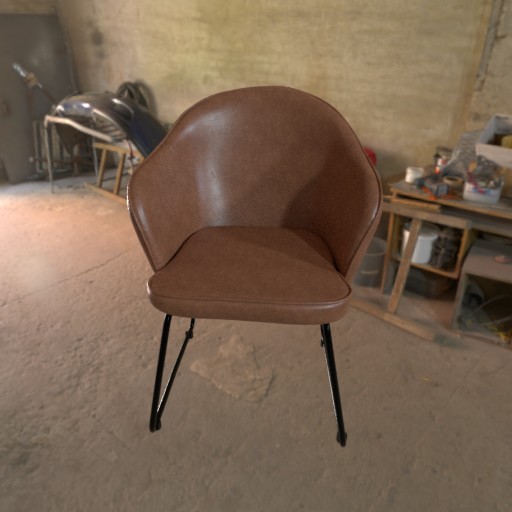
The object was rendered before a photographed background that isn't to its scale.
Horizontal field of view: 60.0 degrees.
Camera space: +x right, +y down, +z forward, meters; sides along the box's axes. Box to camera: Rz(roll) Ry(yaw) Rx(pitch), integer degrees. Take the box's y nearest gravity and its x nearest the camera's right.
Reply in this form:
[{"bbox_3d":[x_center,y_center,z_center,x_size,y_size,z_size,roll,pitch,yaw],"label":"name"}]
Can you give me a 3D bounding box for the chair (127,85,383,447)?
[{"bbox_3d":[0.000,0.000,1.184,0.582,0.785,0.580,2,28,4],"label":"chair"}]
